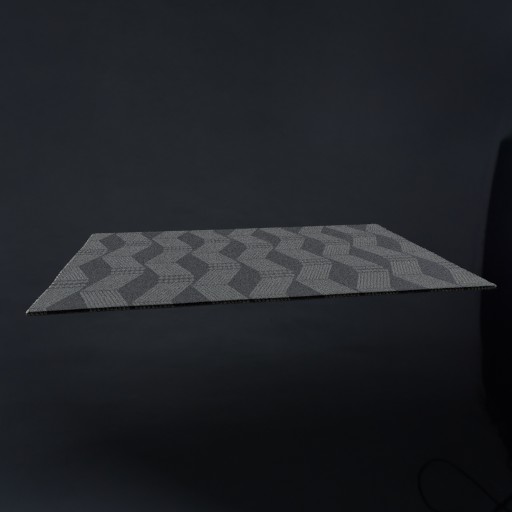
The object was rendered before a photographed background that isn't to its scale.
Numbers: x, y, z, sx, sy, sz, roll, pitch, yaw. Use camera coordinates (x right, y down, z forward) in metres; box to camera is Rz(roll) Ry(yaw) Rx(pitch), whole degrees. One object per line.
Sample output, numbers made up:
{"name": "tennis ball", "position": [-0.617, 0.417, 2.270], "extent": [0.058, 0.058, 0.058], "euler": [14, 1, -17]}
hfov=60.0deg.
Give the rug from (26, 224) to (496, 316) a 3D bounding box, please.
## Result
{"name": "rug", "position": [0.000, 0.000, 2.266], "extent": [1.833, 0.016, 1.210], "euler": [-2, 17, -8]}
